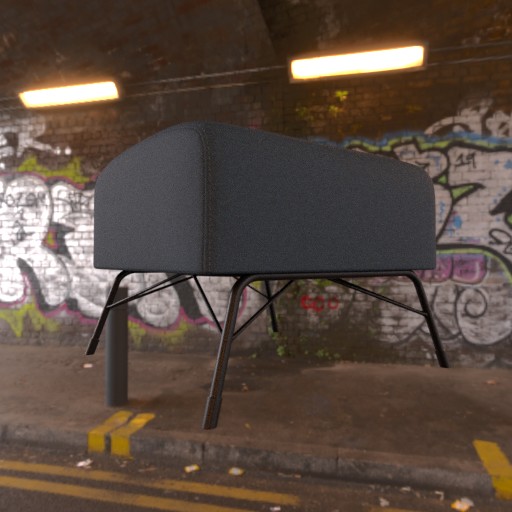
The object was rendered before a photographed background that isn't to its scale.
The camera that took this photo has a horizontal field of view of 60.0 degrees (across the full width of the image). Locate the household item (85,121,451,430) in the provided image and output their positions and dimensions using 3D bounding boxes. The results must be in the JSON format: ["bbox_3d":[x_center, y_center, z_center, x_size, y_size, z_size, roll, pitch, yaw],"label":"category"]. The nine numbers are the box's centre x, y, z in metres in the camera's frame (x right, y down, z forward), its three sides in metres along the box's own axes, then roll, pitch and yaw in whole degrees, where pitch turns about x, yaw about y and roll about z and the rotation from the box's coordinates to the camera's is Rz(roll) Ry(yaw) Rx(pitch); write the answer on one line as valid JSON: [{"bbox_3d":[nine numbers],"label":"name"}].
[{"bbox_3d":[0.000,0.000,0.895,0.530,0.420,0.530,0,-1,-36],"label":"household item"}]
